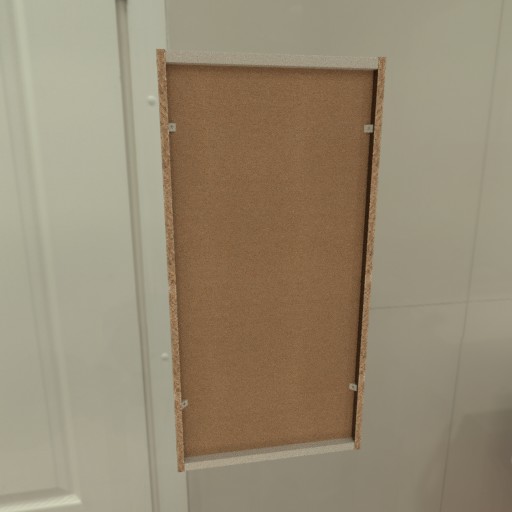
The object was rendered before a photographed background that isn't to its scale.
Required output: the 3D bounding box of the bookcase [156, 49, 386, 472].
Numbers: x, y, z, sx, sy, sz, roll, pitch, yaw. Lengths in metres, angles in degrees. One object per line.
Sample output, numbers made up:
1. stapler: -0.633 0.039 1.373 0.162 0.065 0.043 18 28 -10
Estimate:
1. bookcase: 0.000 0.000 0.771 0.300 0.600 0.290 -3 14 -10
